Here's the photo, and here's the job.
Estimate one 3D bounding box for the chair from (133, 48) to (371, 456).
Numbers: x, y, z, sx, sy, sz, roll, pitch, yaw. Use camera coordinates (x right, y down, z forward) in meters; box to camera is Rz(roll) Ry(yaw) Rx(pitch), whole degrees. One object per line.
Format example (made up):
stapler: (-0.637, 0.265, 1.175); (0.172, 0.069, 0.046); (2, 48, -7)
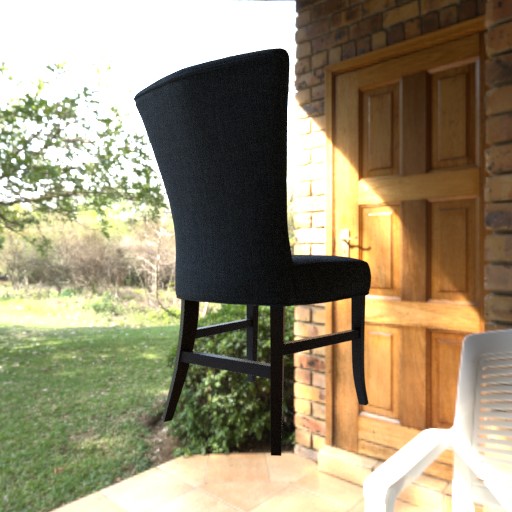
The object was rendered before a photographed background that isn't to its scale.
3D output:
chair: (0.000, 0.000, 1.379); (0.520, 0.991, 0.660); (0, 0, 35)
